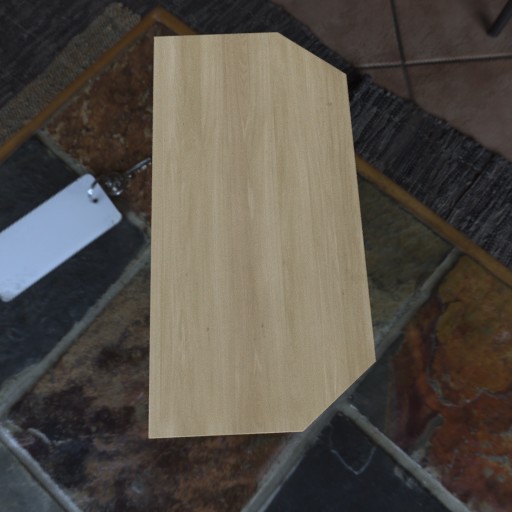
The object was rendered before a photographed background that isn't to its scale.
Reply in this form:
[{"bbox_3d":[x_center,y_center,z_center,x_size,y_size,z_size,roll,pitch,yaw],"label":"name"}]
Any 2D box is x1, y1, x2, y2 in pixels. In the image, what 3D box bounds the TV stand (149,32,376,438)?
[{"bbox_3d":[0.000,0.000,1.284,0.425,0.781,0.851,-2,76,-1],"label":"TV stand"}]
